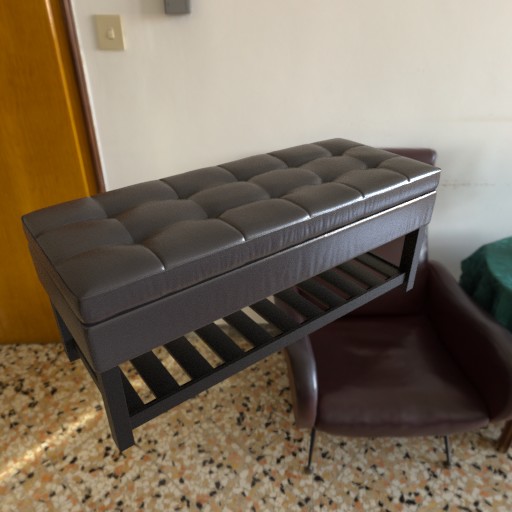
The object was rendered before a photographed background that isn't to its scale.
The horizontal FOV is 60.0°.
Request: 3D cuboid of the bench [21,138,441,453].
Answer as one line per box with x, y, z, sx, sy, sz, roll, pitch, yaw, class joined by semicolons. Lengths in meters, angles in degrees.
0.000;0.000;1.301;1.105;0.460;0.432;-21;37;-31;bench
